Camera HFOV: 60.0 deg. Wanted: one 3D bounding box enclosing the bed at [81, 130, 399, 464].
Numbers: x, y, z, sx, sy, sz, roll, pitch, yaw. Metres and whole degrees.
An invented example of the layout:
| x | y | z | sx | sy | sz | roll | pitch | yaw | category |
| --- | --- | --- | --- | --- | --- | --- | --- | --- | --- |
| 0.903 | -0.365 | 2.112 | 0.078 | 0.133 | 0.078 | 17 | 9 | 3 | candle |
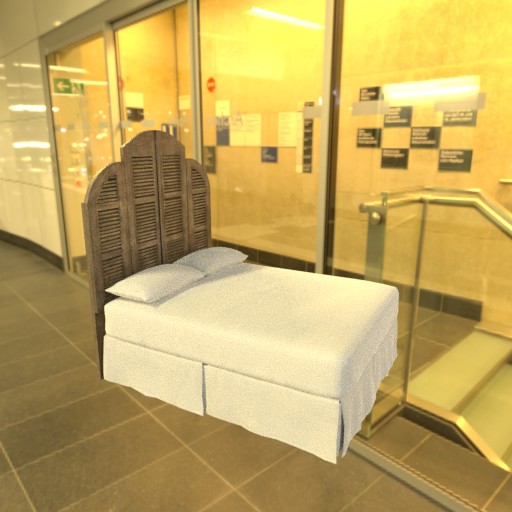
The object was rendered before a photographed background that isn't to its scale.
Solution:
| x | y | z | sx | sy | sz | roll | pitch | yaw | category |
| --- | --- | --- | --- | --- | --- | --- | --- | --- | --- |
| 0.000 | 0.000 | 3.648 | 2.138 | 2.019 | 1.713 | 8 | 16 | 28 | bed |
